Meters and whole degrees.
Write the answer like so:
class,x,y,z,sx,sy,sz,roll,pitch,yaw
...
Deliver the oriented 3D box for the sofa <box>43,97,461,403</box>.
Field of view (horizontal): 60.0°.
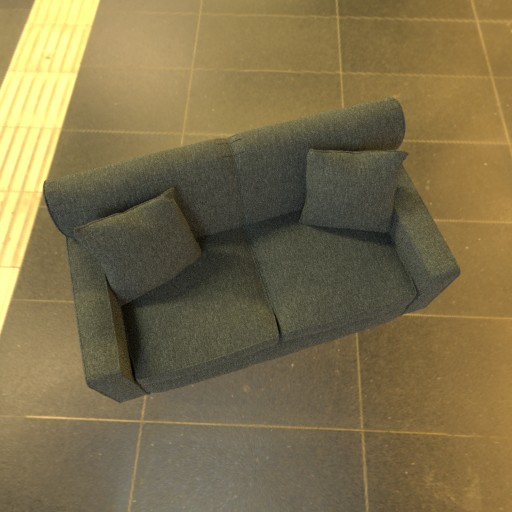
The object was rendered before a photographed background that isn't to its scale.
class,x,y,z,sx,sy,sz,roll,pitch,yaw
sofa,0.000,0.000,2.381,1.846,0.958,0.998,-16,65,-7
